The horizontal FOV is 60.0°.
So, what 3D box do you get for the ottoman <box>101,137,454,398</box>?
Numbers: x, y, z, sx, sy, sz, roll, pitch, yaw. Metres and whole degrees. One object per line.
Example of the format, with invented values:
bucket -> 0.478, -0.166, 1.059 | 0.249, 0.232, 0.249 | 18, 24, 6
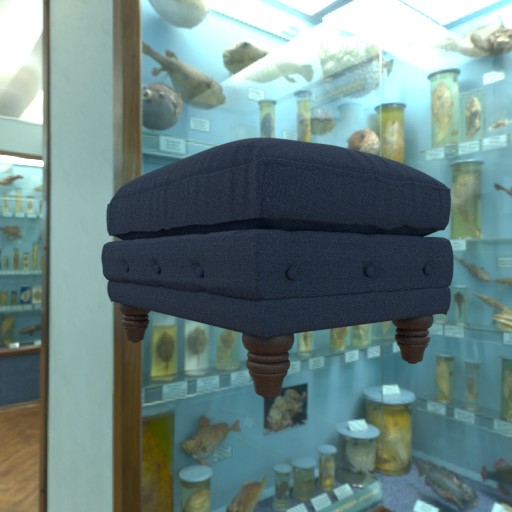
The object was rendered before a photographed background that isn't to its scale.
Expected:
ottoman -> 0.000, 0.000, 1.135 | 0.558, 0.486, 0.767 | 0, 0, -36
